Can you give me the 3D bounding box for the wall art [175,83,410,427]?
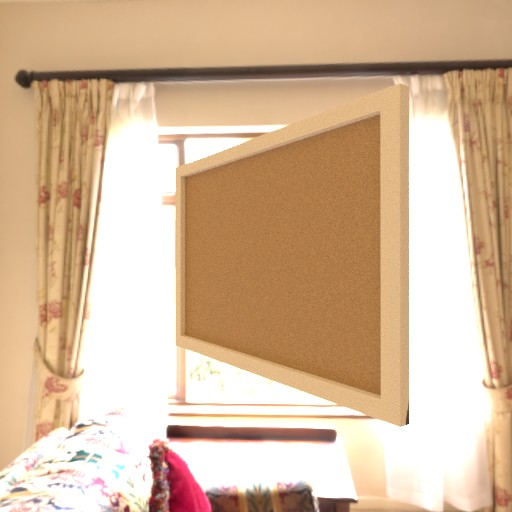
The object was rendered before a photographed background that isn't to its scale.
[{"bbox_3d":[0.000,0.000,1.459,0.038,0.767,1.144,0,0,-36],"label":"wall art"}]
